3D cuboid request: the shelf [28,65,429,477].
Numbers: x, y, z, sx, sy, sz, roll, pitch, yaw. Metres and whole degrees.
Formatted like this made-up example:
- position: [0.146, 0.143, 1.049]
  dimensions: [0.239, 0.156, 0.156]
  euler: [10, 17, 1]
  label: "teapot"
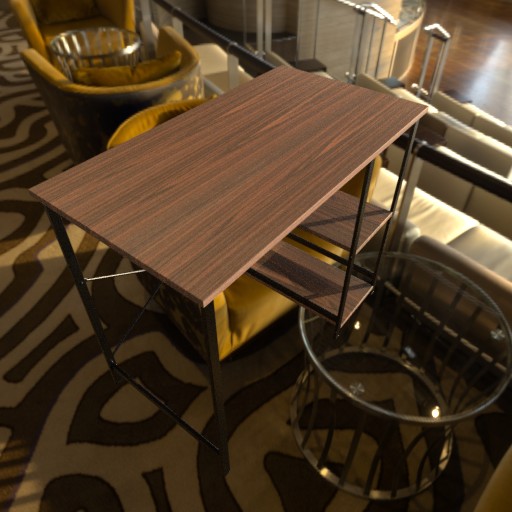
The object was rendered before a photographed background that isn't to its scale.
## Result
- position: [0.000, 0.000, 1.322]
  dimensions: [0.498, 0.750, 0.902]
  euler: [28, 50, 27]
  label: "shelf"
